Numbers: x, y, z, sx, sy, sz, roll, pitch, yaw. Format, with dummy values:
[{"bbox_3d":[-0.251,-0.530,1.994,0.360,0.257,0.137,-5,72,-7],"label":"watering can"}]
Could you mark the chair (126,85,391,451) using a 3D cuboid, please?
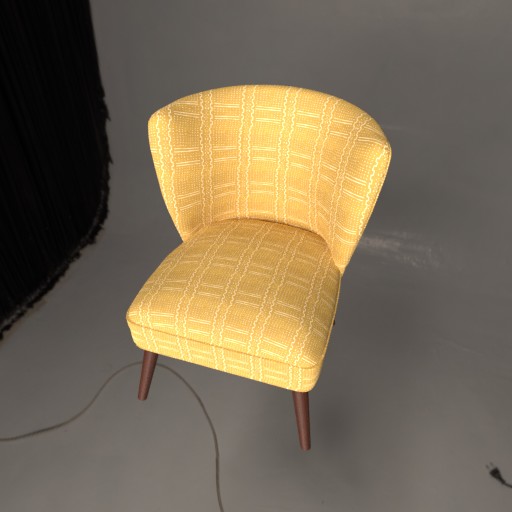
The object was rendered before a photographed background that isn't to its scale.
[{"bbox_3d":[0.000,0.000,1.454,0.706,0.866,0.758,12,42,13],"label":"chair"}]
